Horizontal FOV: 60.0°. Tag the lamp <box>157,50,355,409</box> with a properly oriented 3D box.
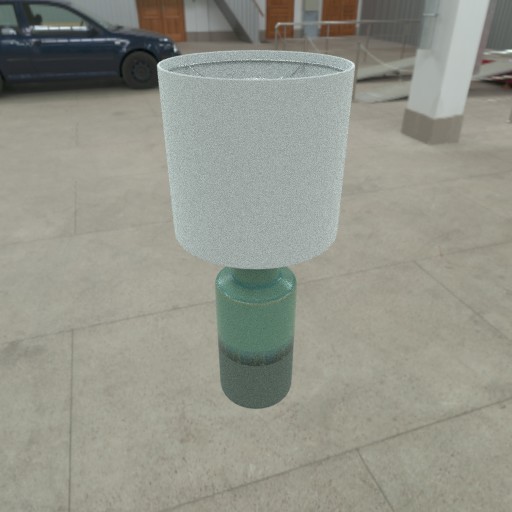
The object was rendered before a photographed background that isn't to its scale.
[{"bbox_3d":[0.000,0.000,0.610,0.212,0.493,0.212,21,37,30],"label":"lamp"}]
